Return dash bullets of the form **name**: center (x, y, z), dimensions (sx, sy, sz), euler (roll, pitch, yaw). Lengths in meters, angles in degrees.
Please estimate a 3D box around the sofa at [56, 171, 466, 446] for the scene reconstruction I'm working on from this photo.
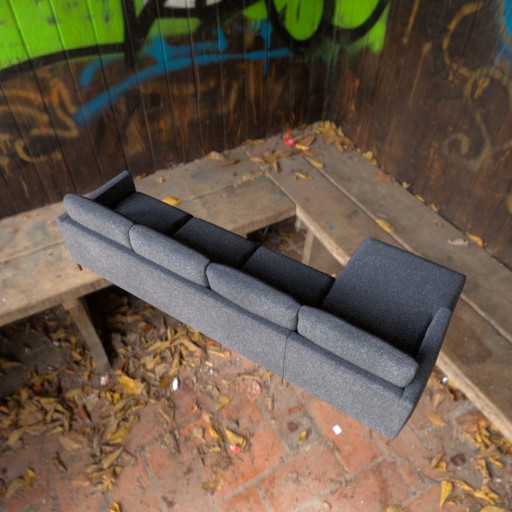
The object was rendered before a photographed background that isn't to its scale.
- **sofa**: center (0.000, 0.000, 3.464), dimensions (2.932, 0.810, 1.350), euler (24, 51, 22)
